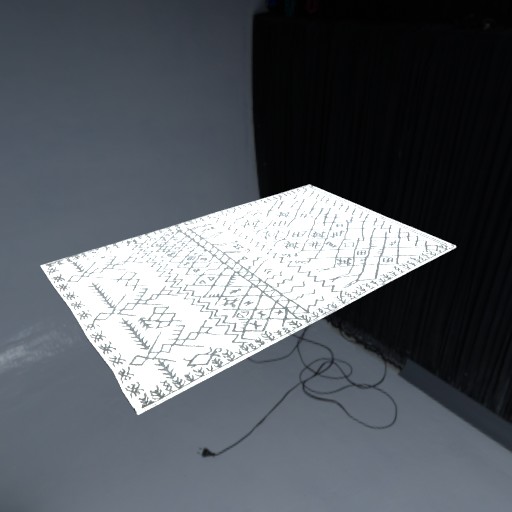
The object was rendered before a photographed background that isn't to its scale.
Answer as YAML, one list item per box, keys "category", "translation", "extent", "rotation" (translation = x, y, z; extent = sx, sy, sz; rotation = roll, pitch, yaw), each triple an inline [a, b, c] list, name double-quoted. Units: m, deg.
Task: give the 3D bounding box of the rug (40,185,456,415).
- category: "rug"
  translation: [0.000, 0.000, 3.060]
  extent: [2.444, 0.012, 1.530]
  rotation: [-21, 36, -32]
